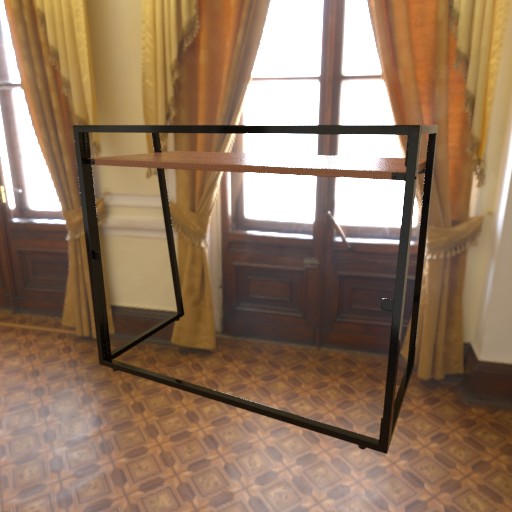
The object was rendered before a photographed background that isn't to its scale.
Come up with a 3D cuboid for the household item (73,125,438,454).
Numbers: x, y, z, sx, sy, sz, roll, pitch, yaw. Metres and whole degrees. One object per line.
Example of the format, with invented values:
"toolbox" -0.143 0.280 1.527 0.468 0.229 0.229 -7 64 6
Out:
"household item" 0.000 0.000 1.518 1.050 0.860 0.510 8 18 25
